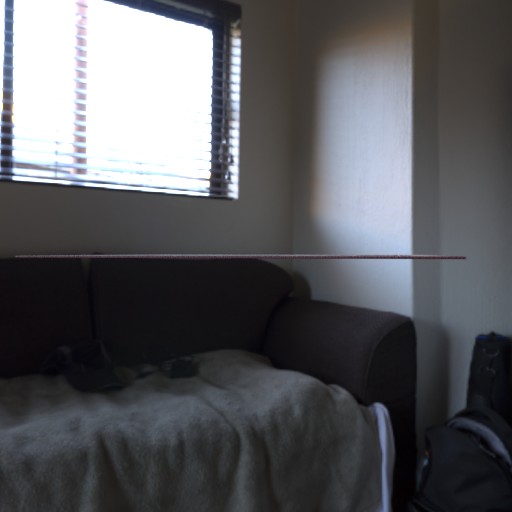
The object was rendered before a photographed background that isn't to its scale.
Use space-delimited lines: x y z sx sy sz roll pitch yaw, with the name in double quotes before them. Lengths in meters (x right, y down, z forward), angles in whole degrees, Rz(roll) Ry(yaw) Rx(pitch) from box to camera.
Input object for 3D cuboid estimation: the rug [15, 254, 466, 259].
"rug" 0.000 0.000 2.813 2.210 0.011 1.599 0 0 17
